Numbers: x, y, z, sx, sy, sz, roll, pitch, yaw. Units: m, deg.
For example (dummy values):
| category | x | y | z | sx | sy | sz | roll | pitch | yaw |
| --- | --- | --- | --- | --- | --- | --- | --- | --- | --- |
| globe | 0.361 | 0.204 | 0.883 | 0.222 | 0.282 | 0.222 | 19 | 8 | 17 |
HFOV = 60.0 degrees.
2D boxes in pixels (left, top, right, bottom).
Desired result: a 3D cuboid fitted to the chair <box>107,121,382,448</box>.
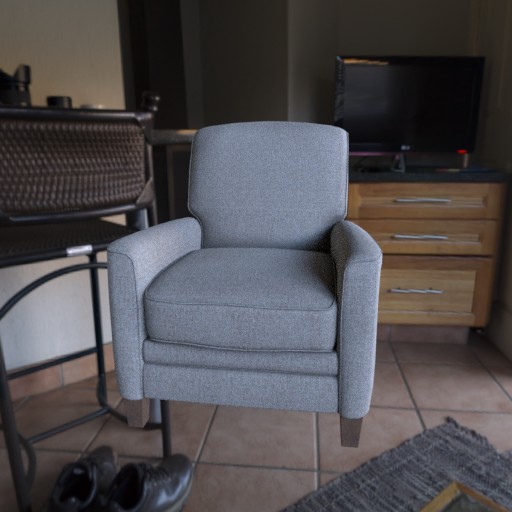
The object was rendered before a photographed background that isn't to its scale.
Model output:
| category | x | y | z | sx | sy | sz | roll | pitch | yaw |
| --- | --- | --- | --- | --- | --- | --- | --- | --- | --- |
| chair | 0.000 | 0.000 | 1.655 | 0.848 | 1.014 | 0.864 | 2 | 14 | 8 |
